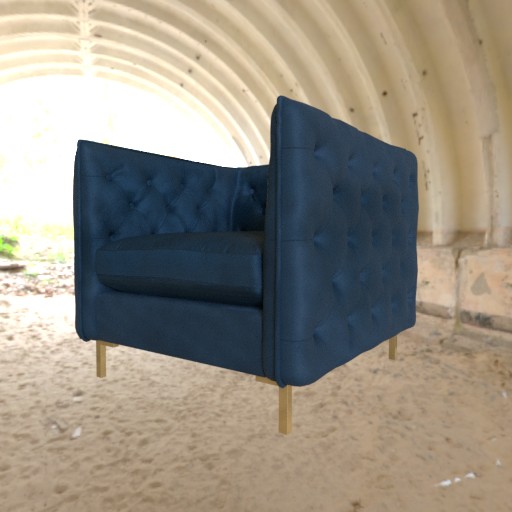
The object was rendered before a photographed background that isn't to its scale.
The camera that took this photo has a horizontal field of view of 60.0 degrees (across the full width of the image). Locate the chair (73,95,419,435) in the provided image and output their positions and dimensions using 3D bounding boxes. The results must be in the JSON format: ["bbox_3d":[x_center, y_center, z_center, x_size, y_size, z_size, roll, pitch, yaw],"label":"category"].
[{"bbox_3d":[0.000,0.000,1.515,0.868,0.771,0.877,2,3,36],"label":"chair"}]
